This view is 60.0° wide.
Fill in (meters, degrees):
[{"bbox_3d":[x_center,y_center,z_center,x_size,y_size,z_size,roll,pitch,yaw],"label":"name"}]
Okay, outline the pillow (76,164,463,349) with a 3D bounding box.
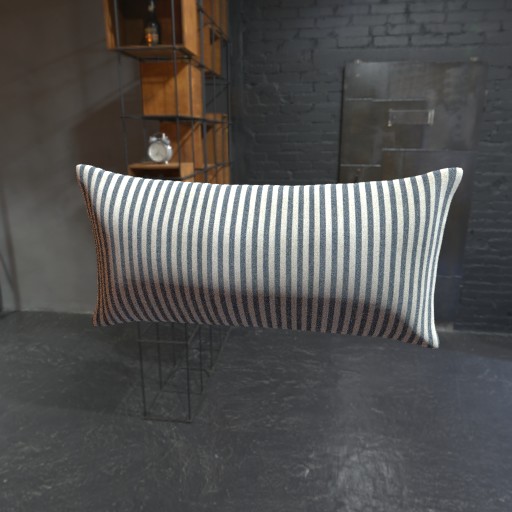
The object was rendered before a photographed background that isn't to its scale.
[{"bbox_3d":[0.000,0.000,0.737,0.617,0.295,0.151,2,15,9],"label":"pillow"}]
